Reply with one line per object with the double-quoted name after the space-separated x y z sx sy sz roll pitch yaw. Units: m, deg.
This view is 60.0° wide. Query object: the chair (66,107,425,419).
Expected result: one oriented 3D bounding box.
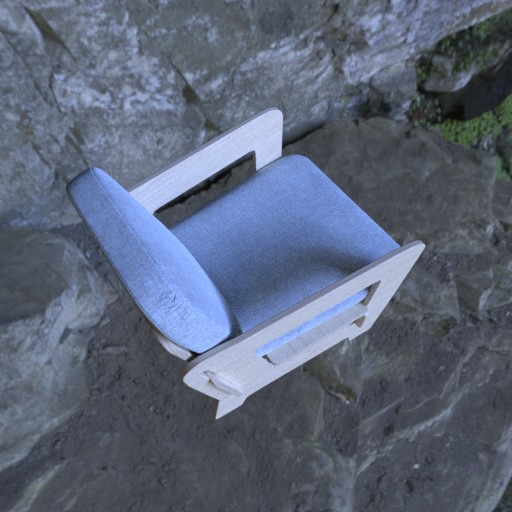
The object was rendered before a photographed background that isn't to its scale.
0.000 0.000 1.237 0.710 0.800 0.590 -31 64 -18 "chair"
